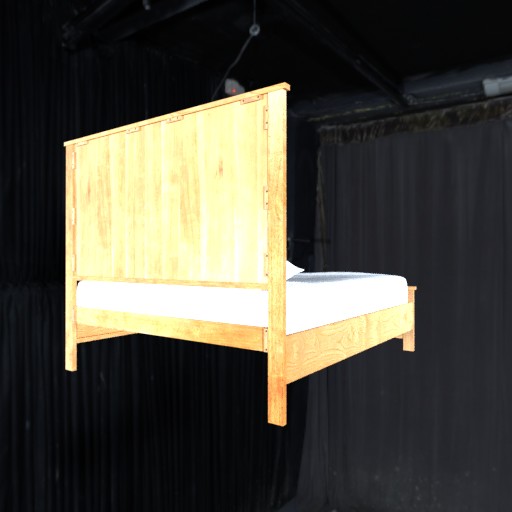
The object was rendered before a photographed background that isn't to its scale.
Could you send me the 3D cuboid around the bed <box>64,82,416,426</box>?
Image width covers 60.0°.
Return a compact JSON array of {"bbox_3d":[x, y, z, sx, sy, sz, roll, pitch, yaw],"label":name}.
[{"bbox_3d":[0.000,0.000,3.623,1.936,1.686,2.201,0,0,36],"label":"bed"}]
